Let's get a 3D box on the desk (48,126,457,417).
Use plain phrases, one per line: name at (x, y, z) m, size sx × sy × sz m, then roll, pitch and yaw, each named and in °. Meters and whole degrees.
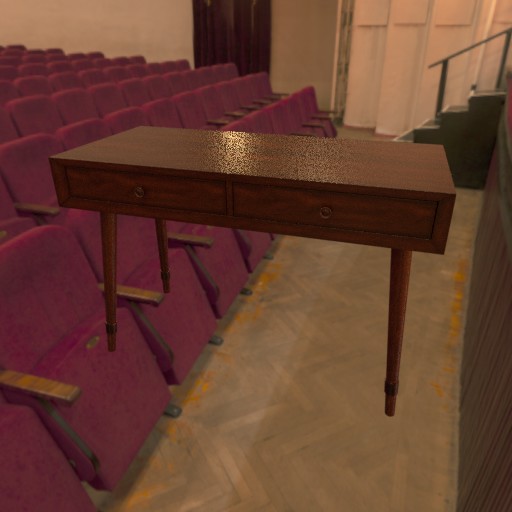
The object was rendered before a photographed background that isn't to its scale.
desk at (0.000, 0.000, 2.171) m, size 1.577 × 1.031 × 0.734 m, roll 8°, pitch 28°, yaw 16°
